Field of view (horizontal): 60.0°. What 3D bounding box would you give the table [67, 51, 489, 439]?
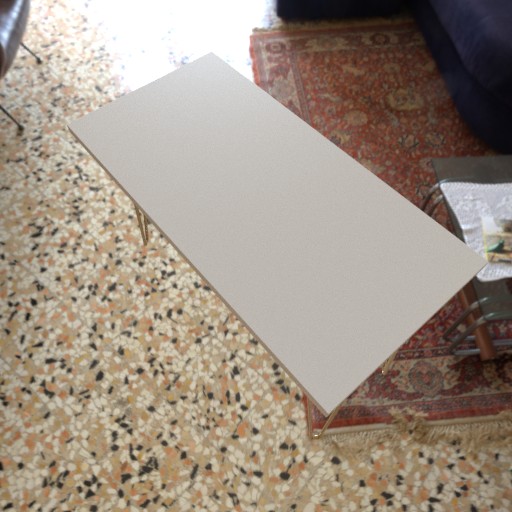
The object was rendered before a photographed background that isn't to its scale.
[{"bbox_3d":[0.000,0.000,1.366,0.498,0.660,0.991,-36,65,-20],"label":"table"}]
